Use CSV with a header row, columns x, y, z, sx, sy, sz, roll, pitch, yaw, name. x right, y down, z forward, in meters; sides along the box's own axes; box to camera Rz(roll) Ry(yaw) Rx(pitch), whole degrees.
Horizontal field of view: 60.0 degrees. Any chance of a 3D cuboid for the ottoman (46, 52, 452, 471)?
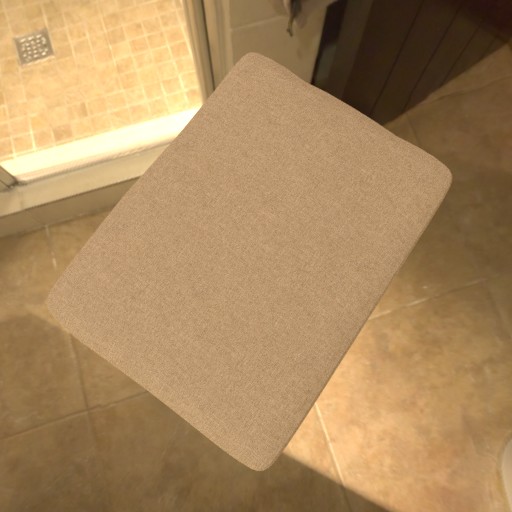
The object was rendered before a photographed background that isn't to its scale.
x,y,z,sx,sy,sz,roll,pitch,yaw,name
0.000,0.000,1.295,0.677,0.519,0.898,34,78,8,ottoman
